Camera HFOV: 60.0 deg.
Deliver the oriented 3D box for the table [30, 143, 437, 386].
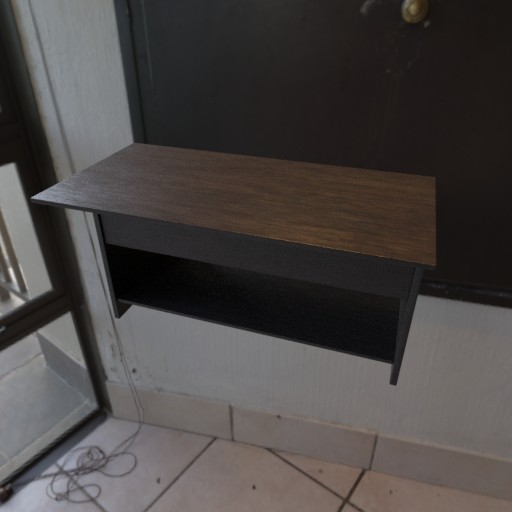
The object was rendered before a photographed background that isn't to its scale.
[{"bbox_3d":[0.000,0.000,1.452,1.000,0.570,0.712,10,33,16],"label":"table"}]
